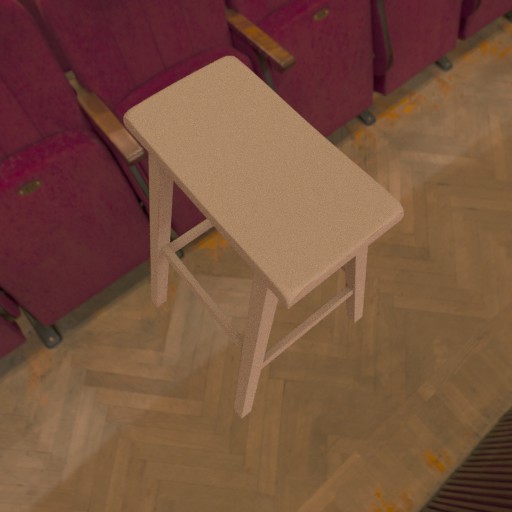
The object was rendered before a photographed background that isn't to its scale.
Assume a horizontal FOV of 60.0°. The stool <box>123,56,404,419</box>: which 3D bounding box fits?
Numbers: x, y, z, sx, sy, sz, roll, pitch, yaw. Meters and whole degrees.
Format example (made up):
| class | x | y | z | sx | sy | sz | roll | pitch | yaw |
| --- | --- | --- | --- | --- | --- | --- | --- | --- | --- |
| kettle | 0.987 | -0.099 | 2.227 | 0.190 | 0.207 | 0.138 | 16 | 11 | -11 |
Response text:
| class | x | y | z | sx | sy | sz | roll | pitch | yaw |
| --- | --- | --- | --- | --- | --- | --- | --- | --- | --- |
| stool | 0.000 | 0.000 | 1.052 | 0.476 | 0.737 | 0.457 | -36 | 69 | -16 |
